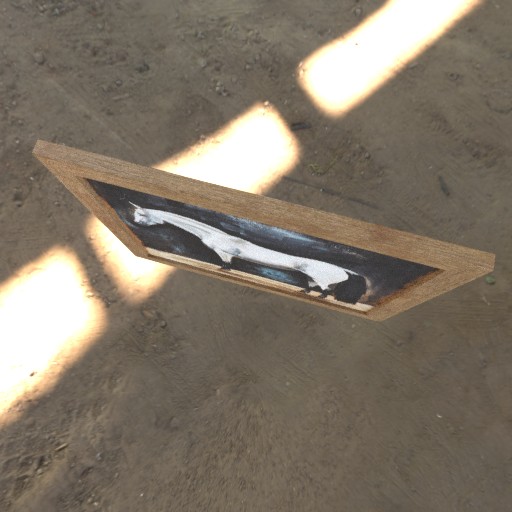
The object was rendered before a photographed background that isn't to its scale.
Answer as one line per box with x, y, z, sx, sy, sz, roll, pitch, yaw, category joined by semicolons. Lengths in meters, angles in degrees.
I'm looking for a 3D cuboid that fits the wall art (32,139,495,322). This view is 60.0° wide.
0.000;0.000;0.926;0.690;0.588;0.026;15;75;4;wall art
